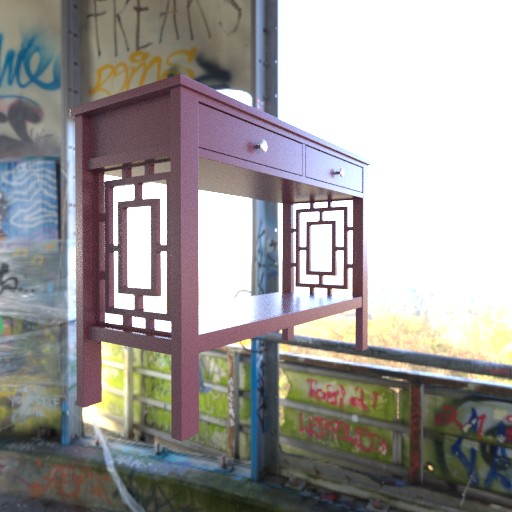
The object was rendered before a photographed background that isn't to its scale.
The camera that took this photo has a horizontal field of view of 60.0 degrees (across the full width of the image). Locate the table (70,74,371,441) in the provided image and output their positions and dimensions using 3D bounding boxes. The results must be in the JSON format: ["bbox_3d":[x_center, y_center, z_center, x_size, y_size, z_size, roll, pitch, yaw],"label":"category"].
[{"bbox_3d":[0.000,0.000,1.445,0.397,0.753,1.068,1,1,35],"label":"table"}]
